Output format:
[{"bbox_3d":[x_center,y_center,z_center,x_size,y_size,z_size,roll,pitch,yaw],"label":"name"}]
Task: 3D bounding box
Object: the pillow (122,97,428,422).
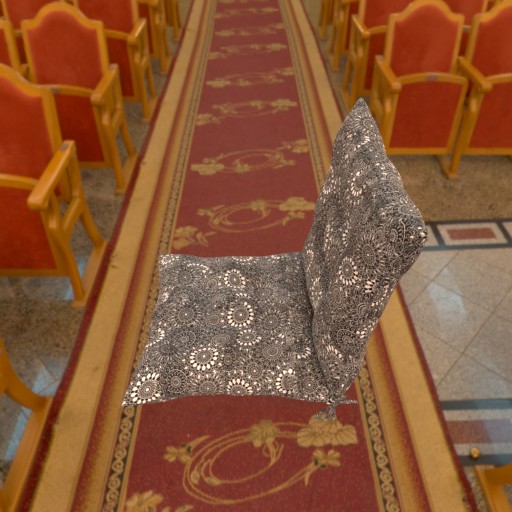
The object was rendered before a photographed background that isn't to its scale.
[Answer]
[{"bbox_3d":[0.000,0.000,1.005,0.585,0.536,0.541,0,42,0],"label":"pillow"}]
